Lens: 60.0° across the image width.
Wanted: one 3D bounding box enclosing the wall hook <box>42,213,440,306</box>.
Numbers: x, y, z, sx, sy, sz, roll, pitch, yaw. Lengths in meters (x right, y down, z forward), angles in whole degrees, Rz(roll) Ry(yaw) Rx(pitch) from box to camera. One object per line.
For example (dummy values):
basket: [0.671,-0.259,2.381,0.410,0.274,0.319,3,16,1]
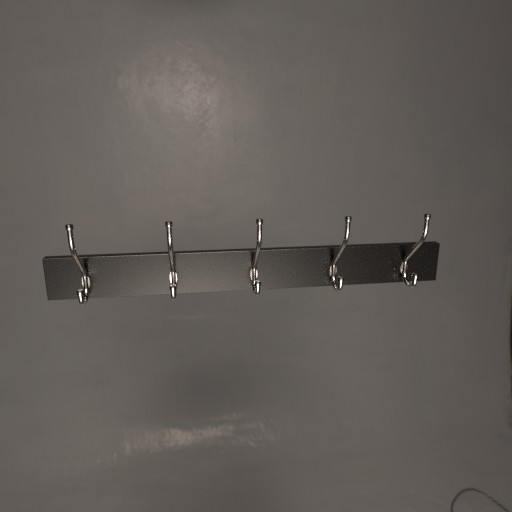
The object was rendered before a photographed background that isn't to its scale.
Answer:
wall hook: [0.000,0.000,0.613,0.571,0.117,0.071,-2,16,-8]
